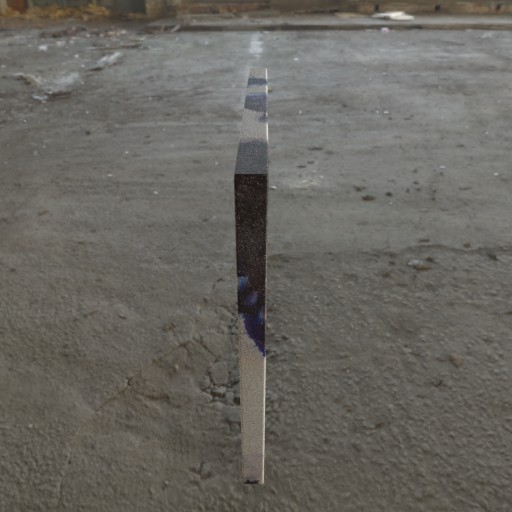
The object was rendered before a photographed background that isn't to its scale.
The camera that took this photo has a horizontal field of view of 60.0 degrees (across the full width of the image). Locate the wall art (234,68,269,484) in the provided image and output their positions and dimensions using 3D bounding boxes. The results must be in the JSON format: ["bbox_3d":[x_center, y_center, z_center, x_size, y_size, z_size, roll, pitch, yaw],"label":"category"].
[{"bbox_3d":[0.000,0.000,0.904,0.039,0.609,0.609,1,33,1],"label":"wall art"}]
